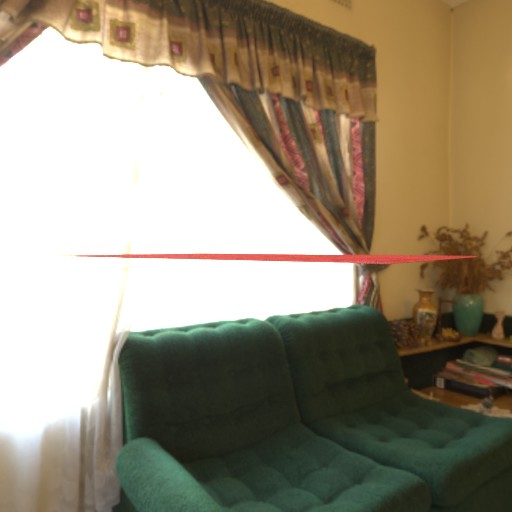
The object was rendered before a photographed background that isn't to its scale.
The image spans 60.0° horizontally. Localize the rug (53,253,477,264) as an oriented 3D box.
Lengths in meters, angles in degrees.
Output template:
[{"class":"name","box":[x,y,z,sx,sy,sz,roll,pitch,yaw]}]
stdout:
[{"class":"rug","box":[0.000,0.000,2.986,2.423,0.010,1.534,1,1,37]}]
